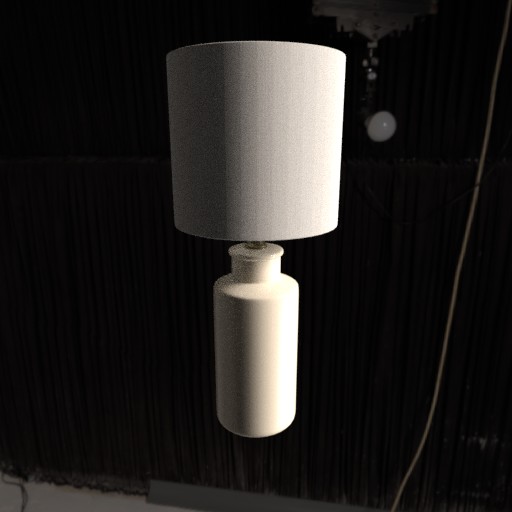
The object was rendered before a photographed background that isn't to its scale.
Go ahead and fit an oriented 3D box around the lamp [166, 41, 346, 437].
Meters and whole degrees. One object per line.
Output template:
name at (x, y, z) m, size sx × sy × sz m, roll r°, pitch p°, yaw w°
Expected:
lamp at (0.000, 0.000, 0.599) m, size 0.212 × 0.493 × 0.212 m, roll 2°, pitch 16°, yaw 8°
